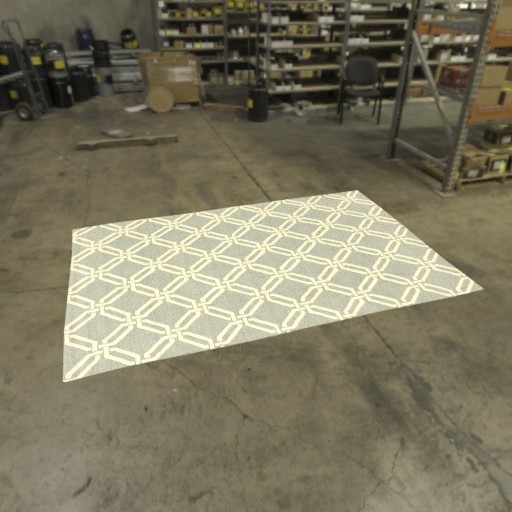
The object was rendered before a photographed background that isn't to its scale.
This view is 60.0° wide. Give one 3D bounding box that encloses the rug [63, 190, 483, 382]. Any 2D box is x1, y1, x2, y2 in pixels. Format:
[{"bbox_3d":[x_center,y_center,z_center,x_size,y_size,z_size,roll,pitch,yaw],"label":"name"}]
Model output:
[{"bbox_3d":[0.000,0.000,2.184,1.754,0.010,1.148,-10,33,-15],"label":"rug"}]
